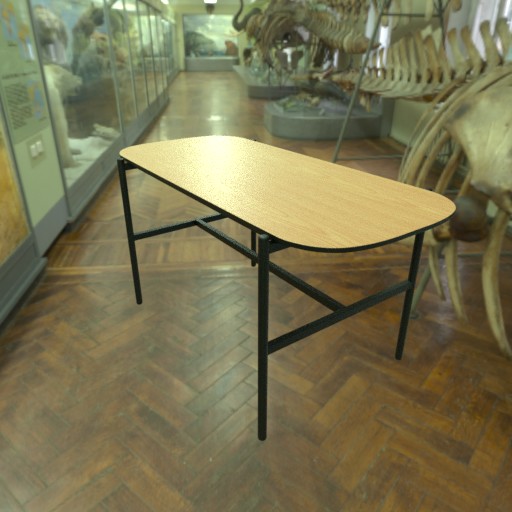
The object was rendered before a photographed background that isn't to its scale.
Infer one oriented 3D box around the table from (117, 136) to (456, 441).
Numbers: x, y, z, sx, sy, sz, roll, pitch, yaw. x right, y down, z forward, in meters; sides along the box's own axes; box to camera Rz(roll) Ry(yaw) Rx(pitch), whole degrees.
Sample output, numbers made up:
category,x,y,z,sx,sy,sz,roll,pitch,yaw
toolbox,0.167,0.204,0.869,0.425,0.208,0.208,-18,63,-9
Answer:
category,x,y,z,sx,sy,sz,roll,pitch,yaw
table,0.000,0.000,1.025,0.400,0.400,0.800,-17,31,-32
